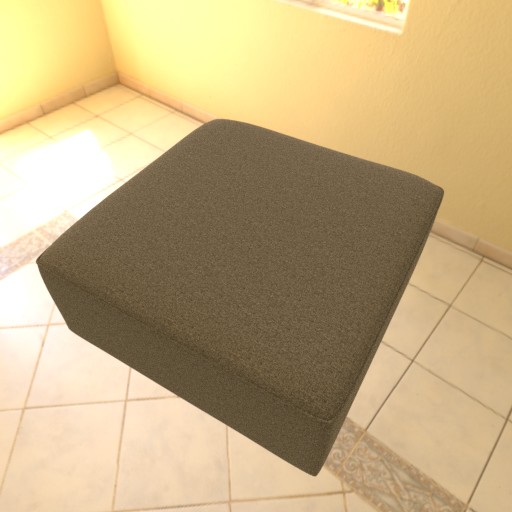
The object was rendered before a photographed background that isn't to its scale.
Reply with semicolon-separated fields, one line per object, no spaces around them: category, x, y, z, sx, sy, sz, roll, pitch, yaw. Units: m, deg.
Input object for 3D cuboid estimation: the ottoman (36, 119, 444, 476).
ottoman;0.000;0.000;1.583;1.005;0.464;1.015;23;51;20
